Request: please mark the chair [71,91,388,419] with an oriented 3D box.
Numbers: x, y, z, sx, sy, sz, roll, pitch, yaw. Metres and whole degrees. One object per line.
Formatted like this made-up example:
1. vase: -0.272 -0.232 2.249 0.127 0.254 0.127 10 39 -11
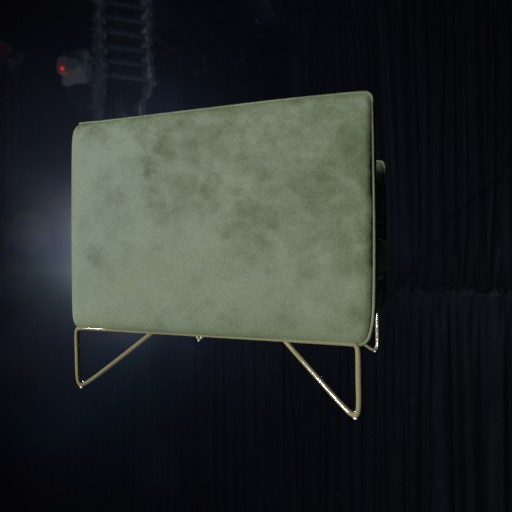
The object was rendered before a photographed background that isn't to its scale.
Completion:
1. chair: 0.000 0.000 1.575 0.894 0.790 0.880 0 -1 18
